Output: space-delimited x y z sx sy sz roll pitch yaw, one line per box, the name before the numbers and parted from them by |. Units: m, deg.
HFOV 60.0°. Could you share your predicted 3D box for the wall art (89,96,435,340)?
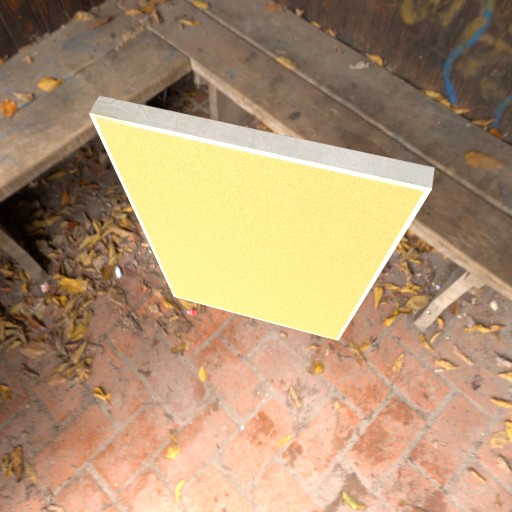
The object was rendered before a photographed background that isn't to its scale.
wall art | 0.000 0.000 0.984 0.508 0.764 0.038 14 65 7
